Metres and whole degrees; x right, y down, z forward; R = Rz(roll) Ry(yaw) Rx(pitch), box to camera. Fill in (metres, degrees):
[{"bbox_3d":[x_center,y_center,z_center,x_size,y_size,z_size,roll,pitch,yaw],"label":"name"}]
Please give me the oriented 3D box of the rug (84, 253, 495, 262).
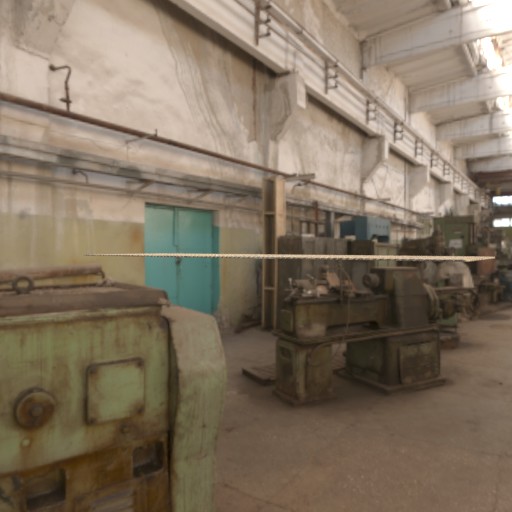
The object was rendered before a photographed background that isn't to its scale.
[{"bbox_3d":[0.000,0.000,2.474,2.286,0.008,0.686,1,1,36],"label":"rug"}]
